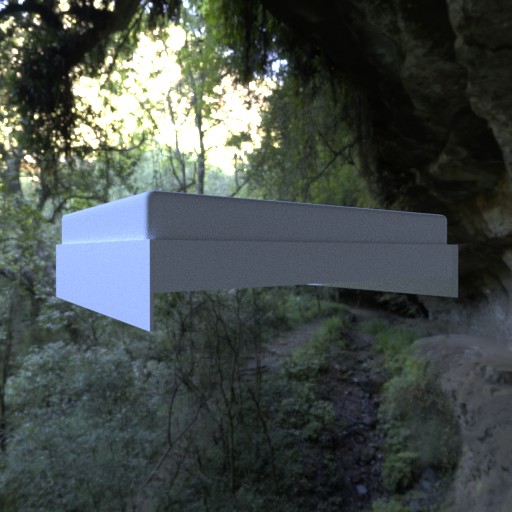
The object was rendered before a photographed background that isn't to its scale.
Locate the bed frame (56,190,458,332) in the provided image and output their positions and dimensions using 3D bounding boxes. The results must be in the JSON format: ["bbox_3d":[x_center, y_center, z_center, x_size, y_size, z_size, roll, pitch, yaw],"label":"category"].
[{"bbox_3d":[0.000,0.000,2.672,1.945,0.497,1.445,0,1,-36],"label":"bed frame"}]
